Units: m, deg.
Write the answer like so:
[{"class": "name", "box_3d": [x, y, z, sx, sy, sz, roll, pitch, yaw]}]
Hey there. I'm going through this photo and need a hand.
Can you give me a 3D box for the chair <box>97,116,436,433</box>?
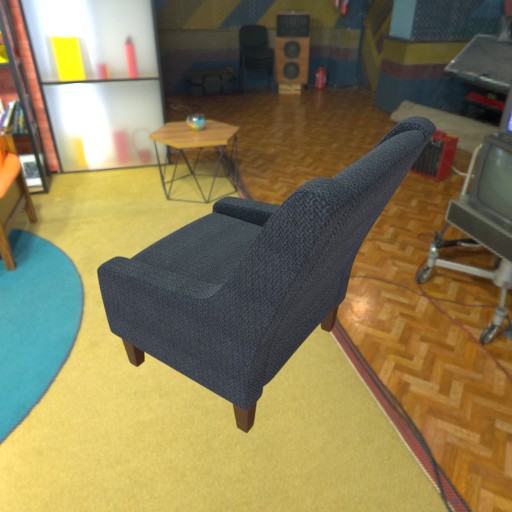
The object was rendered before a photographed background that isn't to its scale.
[{"class": "chair", "box_3d": [0.000, 0.000, 1.686, 0.944, 1.012, 0.793, 20, 37, 29]}]
